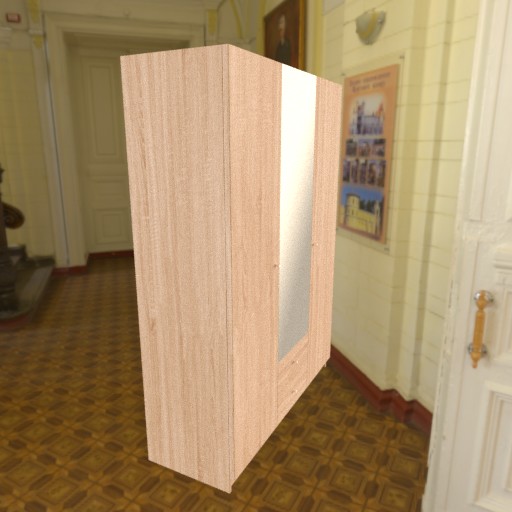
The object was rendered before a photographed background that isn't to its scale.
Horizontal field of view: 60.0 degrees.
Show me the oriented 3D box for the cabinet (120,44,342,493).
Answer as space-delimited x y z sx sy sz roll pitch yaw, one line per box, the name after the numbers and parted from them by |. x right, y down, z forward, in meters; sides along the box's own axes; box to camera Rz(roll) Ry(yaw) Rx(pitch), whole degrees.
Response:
0.000 0.000 2.760 0.590 2.120 1.500 7 16 27 | cabinet
